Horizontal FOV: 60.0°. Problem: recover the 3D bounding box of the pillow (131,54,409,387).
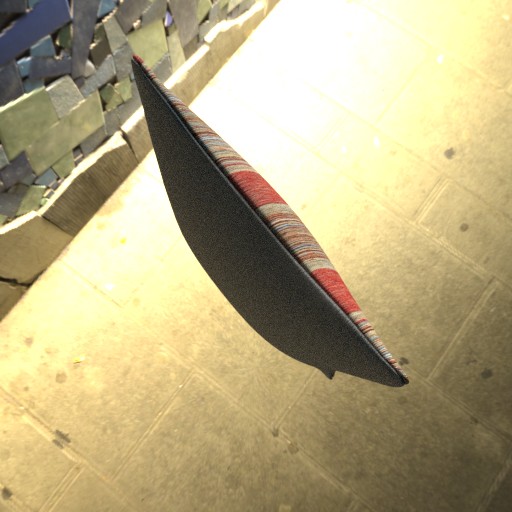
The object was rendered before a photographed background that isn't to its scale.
[{"bbox_3d":[0.000,0.000,0.628,0.136,0.419,0.437,-37,79,-9],"label":"pillow"}]
